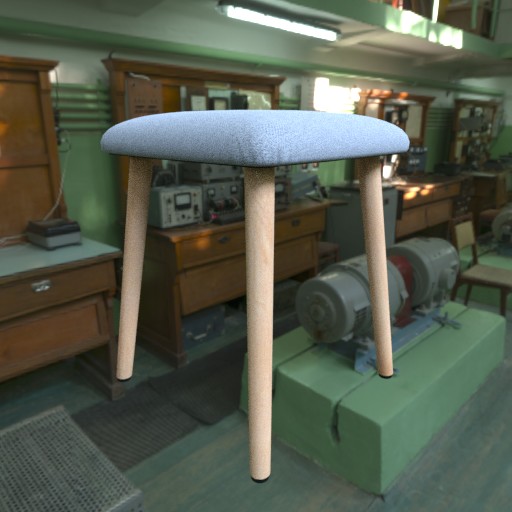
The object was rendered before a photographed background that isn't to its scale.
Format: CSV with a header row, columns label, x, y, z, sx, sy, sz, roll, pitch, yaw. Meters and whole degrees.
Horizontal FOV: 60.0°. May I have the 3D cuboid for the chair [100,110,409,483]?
label,x,y,z,sx,sy,sz,roll,pitch,yaw
chair,0.000,0.000,0.704,0.350,0.440,0.350,15,23,41
